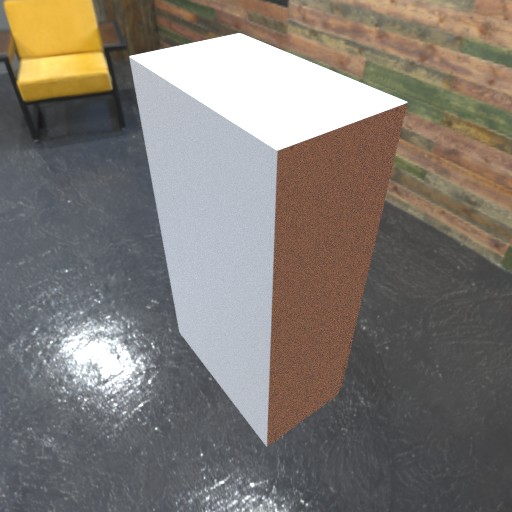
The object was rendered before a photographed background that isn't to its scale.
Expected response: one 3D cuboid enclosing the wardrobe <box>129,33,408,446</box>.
[{"bbox_3d":[0.000,0.000,2.266,0.577,1.808,0.991,-26,48,-26],"label":"wardrobe"}]
